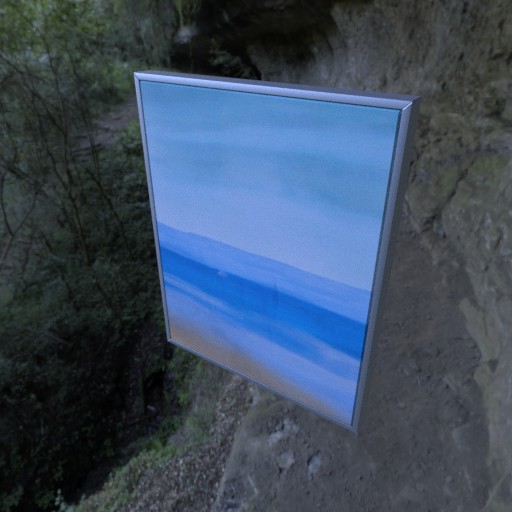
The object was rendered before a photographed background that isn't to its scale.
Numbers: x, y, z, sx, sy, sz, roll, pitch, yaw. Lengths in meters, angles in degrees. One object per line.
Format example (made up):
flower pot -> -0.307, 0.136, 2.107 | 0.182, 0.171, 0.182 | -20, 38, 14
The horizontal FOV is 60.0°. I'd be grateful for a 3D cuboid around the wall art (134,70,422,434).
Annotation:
wall art -> 0.000, 0.000, 0.752 | 0.445, 0.553, 0.039 | 18, 34, 29
